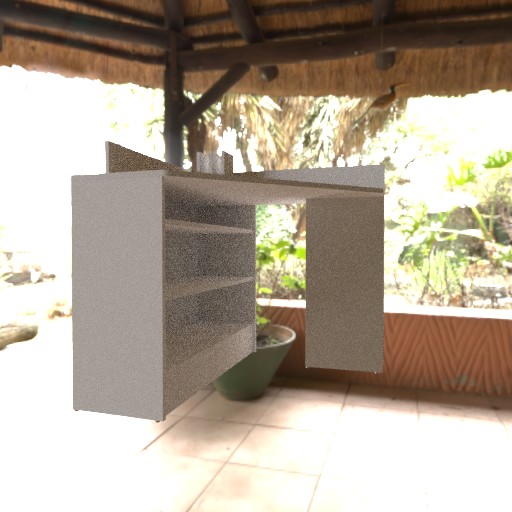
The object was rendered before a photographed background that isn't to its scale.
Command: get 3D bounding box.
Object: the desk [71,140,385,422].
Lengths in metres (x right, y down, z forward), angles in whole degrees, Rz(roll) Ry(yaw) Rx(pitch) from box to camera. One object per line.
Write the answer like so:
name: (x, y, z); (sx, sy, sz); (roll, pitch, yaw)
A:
desk: (0.000, 0.000, 1.720); (0.940, 0.986, 0.940); (0, 1, 17)
